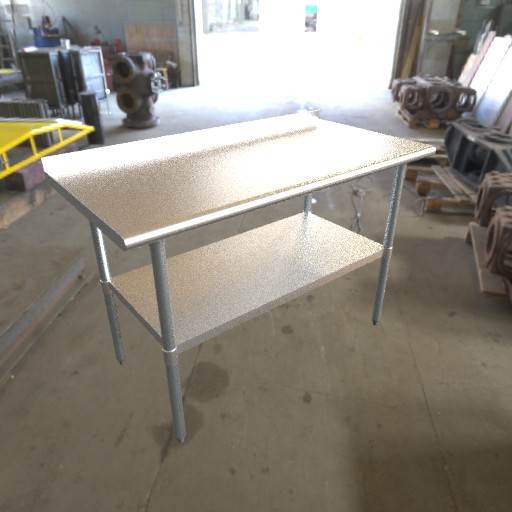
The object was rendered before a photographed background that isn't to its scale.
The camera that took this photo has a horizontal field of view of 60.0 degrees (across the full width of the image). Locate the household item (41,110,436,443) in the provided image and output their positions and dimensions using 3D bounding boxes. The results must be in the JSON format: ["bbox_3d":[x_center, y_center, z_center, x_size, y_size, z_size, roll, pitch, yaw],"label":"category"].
[{"bbox_3d":[0.000,0.000,1.701,1.219,0.851,0.610,-21,35,-33],"label":"household item"}]
